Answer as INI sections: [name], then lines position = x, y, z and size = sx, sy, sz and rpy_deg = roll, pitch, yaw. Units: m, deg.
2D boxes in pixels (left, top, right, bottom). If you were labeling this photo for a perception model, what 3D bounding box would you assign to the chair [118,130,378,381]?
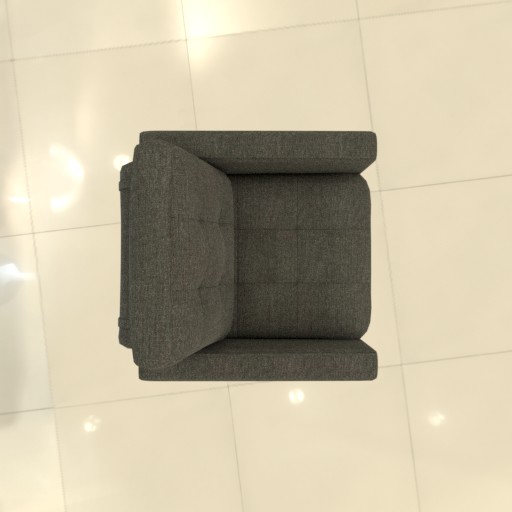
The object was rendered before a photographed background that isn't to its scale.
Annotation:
[chair]
position = 0.000, 0.000, 1.567
size = 0.843, 0.880, 0.821
rpy_deg = 0, 89, 0
